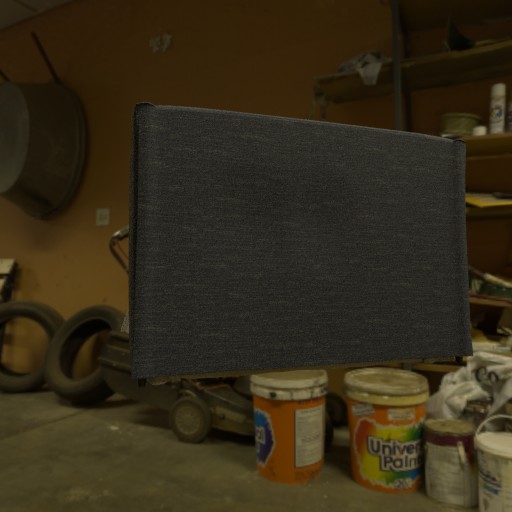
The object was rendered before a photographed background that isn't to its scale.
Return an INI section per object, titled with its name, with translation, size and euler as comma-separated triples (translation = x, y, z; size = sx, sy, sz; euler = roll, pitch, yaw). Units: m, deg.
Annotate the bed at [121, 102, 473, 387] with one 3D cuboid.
[bed]
translation = 0.000, 0.000, 3.368
size = 1.925, 1.332, 2.276
euler = 1, -3, -18
